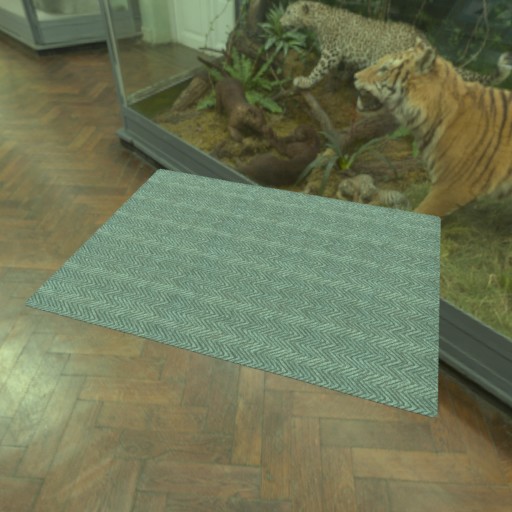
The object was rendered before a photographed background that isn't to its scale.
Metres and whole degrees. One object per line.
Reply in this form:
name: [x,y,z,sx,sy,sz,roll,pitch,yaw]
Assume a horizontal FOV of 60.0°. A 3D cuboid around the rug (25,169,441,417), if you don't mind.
rug: [0.000,0.000,5.017,3.957,0.011,2.894,12,42,14]
